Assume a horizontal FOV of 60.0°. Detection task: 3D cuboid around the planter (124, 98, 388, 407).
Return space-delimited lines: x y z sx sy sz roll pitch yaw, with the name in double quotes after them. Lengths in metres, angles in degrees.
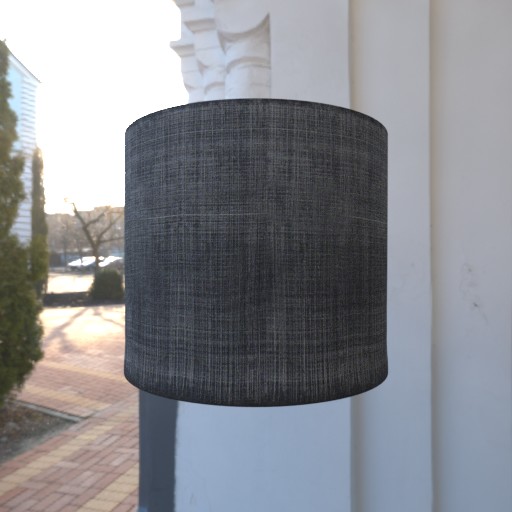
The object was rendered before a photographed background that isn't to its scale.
0.000 0.000 0.311 0.178 0.157 0.178 0 -1 0 "planter"
